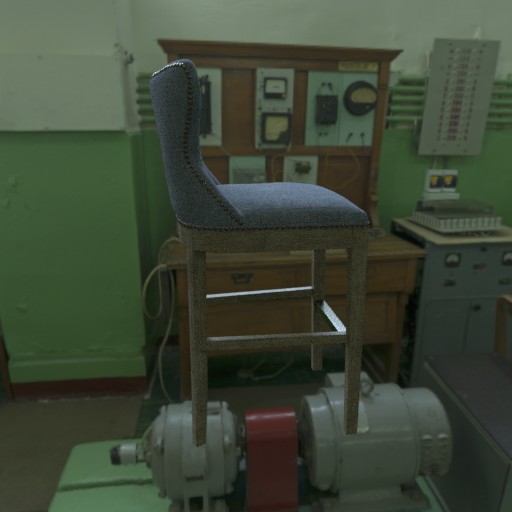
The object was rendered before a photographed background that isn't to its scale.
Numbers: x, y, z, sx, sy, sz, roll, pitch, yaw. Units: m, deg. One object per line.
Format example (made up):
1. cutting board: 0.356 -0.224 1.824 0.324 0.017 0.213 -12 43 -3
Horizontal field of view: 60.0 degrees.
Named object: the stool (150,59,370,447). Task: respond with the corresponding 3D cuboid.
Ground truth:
1. stool: 0.000 0.000 1.444 0.606 1.123 0.494 -3 17 -8
